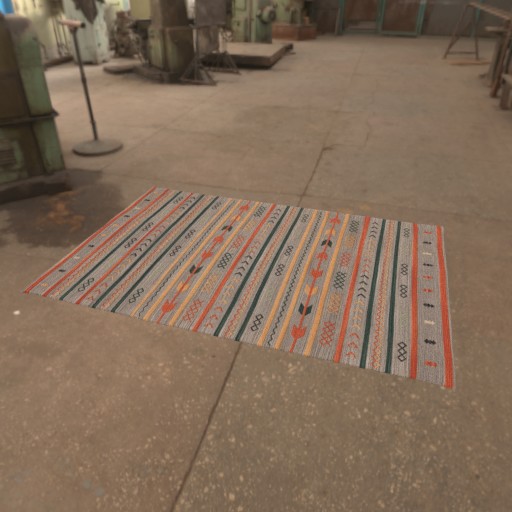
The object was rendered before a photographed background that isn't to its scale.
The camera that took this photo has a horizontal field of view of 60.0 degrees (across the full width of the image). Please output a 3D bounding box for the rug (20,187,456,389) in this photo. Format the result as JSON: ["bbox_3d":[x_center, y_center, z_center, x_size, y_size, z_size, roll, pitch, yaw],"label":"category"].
[{"bbox_3d":[0.000,0.000,2.245,1.835,0.017,1.220,10,34,15],"label":"rug"}]
